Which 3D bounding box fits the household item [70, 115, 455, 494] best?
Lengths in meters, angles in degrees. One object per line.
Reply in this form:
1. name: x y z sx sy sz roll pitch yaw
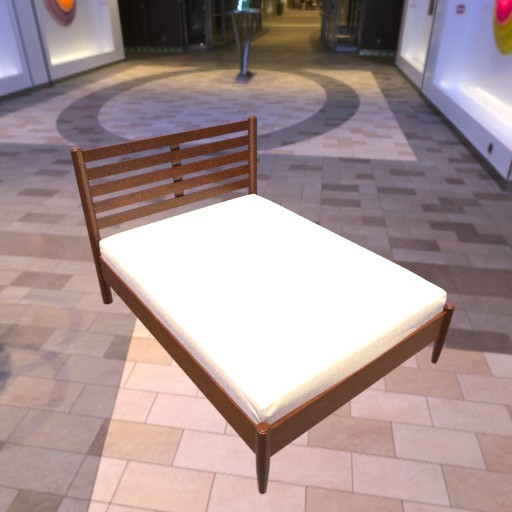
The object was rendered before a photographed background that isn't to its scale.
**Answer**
1. household item: 0.000 0.000 3.181 1.663 1.356 2.232 -21 37 -32
